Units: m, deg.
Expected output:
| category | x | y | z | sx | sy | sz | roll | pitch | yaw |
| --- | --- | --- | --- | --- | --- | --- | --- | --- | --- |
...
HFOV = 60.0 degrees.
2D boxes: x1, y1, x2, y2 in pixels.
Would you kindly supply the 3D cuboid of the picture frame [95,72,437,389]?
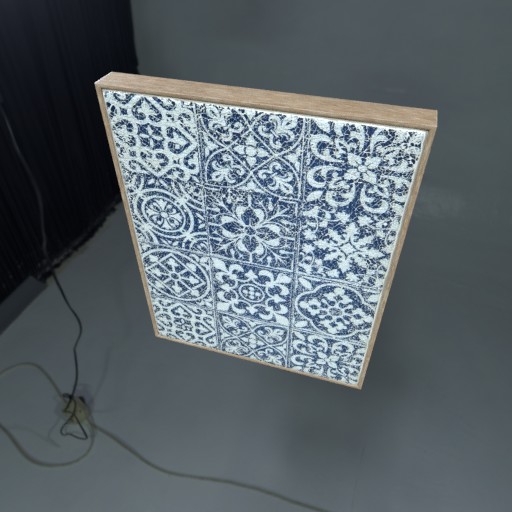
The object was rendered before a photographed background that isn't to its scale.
| category | x | y | z | sx | sy | sz | roll | pitch | yaw |
| --- | --- | --- | --- | --- | --- | --- | --- | --- | --- |
| picture frame | 0.000 | 0.000 | 0.718 | 0.424 | 0.526 | 0.043 | 12 | 43 | 13 |
